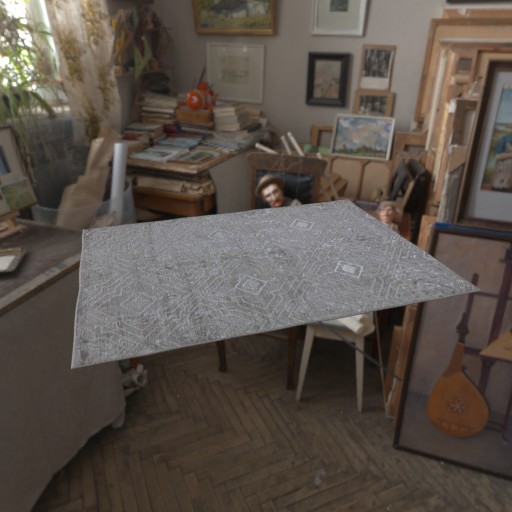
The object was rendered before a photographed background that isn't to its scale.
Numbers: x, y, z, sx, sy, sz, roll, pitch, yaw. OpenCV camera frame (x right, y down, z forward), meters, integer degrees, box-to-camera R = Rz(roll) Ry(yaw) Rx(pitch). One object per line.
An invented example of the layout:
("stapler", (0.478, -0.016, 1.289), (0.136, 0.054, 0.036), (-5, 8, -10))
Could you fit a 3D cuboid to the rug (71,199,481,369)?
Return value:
("rug", (0.000, 0.000, 4.442), (3.359, 0.020, 2.448), (-8, 28, -15))
